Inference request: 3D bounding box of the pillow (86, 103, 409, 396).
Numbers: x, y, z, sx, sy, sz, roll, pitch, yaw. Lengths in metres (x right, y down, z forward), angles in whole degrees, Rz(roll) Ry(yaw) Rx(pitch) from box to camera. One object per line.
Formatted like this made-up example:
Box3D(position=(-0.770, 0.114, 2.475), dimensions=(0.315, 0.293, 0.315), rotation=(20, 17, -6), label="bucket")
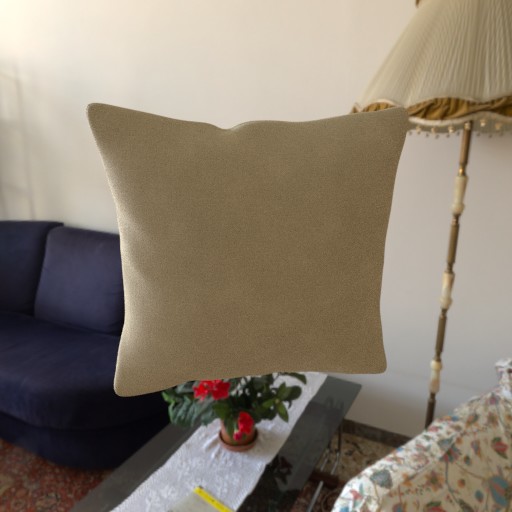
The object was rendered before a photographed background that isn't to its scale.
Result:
Box3D(position=(0.000, 0.000, 0.647), dimensions=(0.437, 0.420, 0.162), rotation=(-2, 16, -9), label="pillow")
